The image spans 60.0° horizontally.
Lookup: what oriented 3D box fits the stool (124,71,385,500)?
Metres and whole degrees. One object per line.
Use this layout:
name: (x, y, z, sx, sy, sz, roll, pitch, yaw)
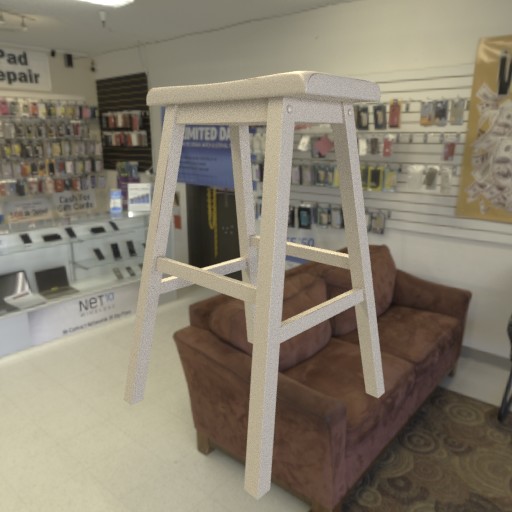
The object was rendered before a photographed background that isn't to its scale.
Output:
stool: (0.000, 0.000, 1.021, 0.457, 0.737, 0.476, 14, 21, 41)
